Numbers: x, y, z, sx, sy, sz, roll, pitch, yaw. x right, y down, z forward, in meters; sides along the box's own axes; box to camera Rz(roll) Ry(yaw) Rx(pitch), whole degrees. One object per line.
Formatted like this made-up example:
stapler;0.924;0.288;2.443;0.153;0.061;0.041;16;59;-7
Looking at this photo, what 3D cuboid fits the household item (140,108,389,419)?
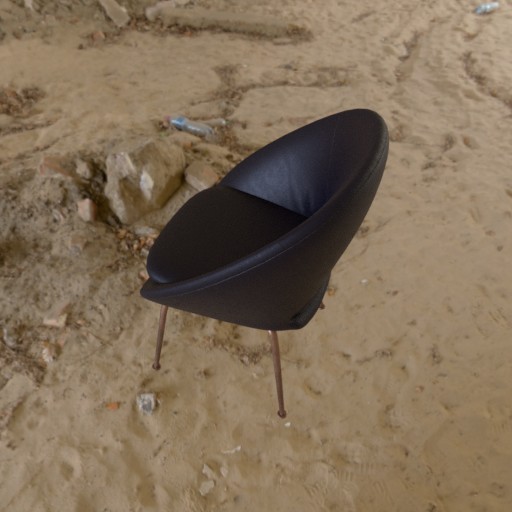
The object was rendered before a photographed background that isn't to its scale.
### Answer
household item;0.000;0.000;1.263;0.573;0.852;0.623;16;49;15
